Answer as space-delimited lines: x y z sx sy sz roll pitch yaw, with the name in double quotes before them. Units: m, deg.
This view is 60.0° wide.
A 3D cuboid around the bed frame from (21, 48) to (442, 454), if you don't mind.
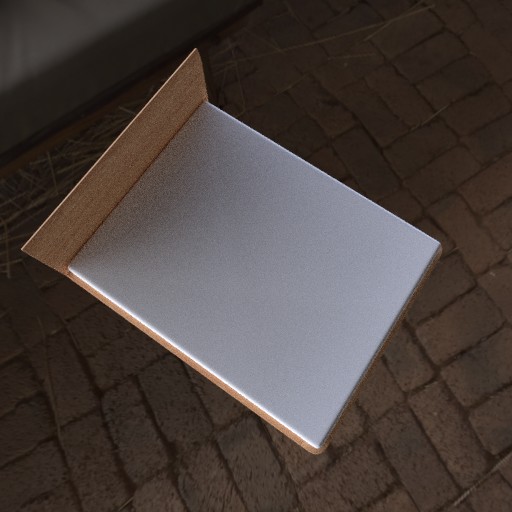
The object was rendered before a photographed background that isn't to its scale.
"bed frame" 0.000 0.000 2.986 2.092 0.940 1.660 33 77 9
